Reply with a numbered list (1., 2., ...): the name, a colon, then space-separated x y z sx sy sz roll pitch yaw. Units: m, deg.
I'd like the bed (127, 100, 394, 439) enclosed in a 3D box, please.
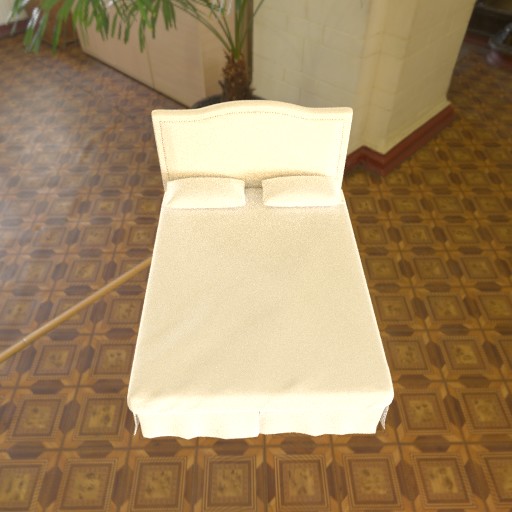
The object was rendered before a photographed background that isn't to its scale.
1. bed: 0.000 0.000 3.453 1.821 1.436 2.282 -1 47 -1
